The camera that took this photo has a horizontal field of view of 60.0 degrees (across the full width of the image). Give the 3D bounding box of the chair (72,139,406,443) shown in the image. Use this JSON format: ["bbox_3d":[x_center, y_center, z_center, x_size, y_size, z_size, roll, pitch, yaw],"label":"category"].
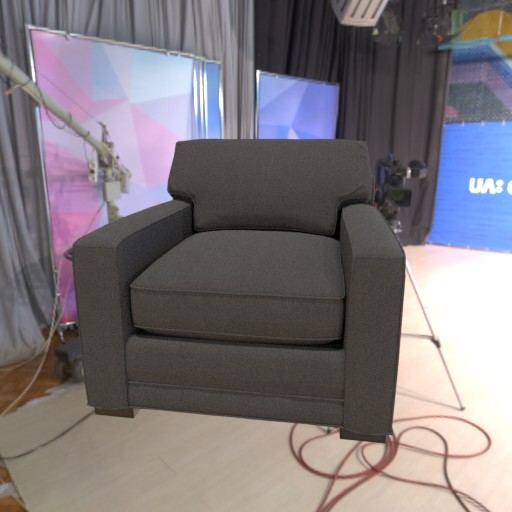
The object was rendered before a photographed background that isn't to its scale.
[{"bbox_3d":[0.000,0.000,1.784,0.997,0.913,1.043,2,15,9],"label":"chair"}]
